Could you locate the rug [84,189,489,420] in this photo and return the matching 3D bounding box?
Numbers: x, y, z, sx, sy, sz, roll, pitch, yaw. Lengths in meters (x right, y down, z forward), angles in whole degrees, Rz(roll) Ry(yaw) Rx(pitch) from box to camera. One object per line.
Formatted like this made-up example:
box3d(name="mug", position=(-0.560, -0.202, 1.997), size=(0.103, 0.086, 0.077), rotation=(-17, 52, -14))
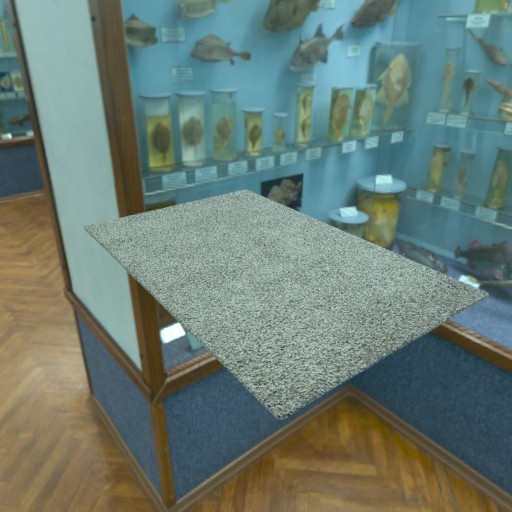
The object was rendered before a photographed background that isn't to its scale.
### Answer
box3d(name="rug", position=(0.000, 0.000, 3.411), size=(1.778, 0.030, 2.743), rotation=(-18, 32, -32))
